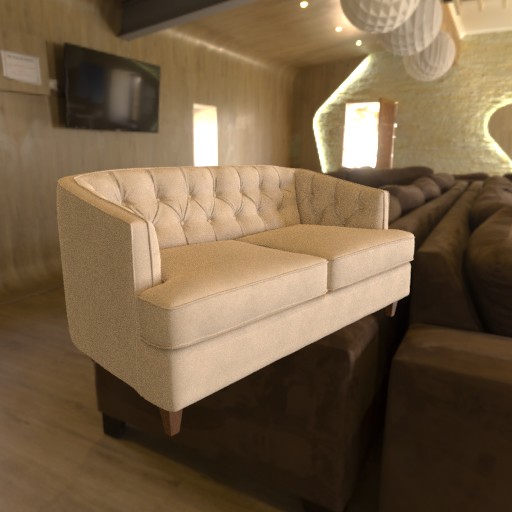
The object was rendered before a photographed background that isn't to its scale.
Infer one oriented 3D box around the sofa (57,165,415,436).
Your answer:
[{"bbox_3d":[0.000,0.000,2.232,0.940,0.878,1.731,12,18,42],"label":"sofa"}]
